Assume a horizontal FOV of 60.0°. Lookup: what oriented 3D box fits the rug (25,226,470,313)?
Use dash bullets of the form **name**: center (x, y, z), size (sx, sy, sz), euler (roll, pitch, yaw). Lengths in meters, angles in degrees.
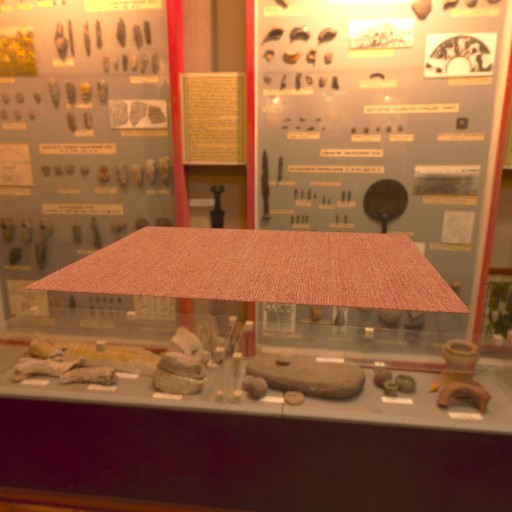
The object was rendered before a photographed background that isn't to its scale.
- **rug**: center (0.000, 0.000, 2.809), size (2.112, 0.009, 1.594), euler (2, 15, 8)
